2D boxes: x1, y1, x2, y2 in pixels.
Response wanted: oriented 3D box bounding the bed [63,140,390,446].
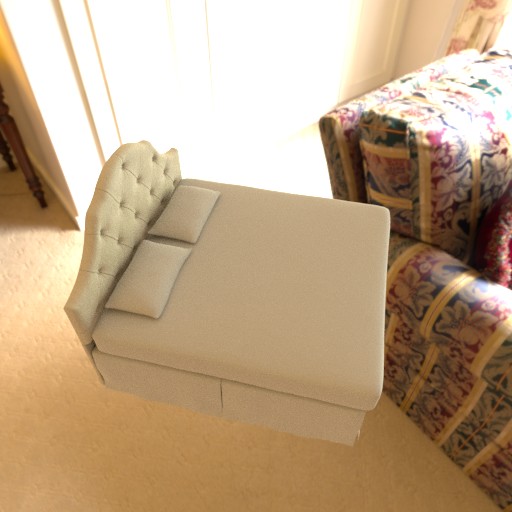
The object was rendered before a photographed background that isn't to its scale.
[{"bbox_3d":[0.000,0.000,3.490,2.086,1.555,2.012,10,47,9],"label":"bed"}]
